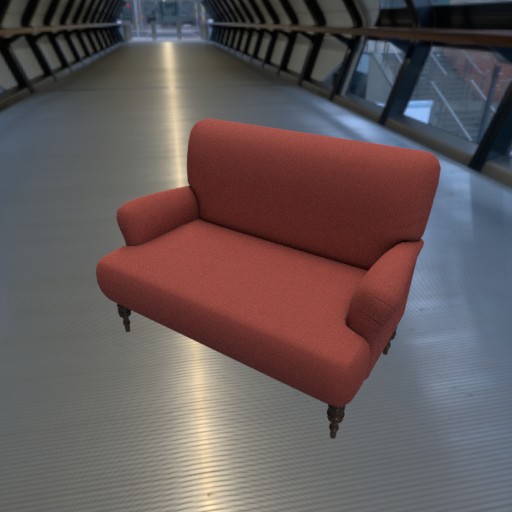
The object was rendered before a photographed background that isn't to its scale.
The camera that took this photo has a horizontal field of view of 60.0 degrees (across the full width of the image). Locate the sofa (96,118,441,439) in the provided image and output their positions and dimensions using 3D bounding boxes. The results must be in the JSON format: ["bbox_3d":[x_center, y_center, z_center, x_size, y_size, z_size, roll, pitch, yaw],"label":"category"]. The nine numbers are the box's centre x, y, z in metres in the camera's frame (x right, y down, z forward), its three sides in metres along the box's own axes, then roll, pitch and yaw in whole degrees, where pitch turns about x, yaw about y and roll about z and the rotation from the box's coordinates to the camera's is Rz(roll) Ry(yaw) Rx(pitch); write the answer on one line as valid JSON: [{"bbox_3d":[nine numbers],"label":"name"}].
[{"bbox_3d":[0.000,0.000,1.873,1.297,0.889,0.779,18,34,29],"label":"sofa"}]
